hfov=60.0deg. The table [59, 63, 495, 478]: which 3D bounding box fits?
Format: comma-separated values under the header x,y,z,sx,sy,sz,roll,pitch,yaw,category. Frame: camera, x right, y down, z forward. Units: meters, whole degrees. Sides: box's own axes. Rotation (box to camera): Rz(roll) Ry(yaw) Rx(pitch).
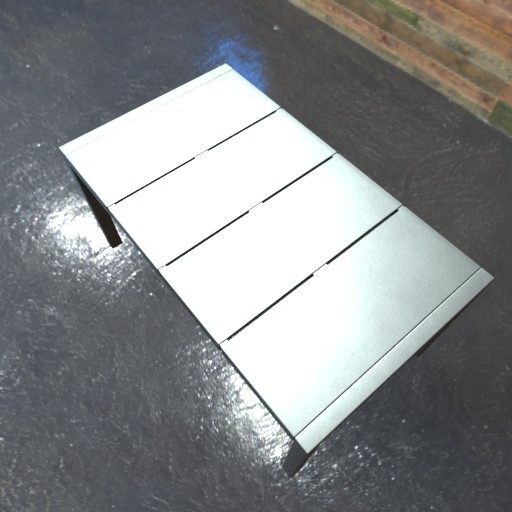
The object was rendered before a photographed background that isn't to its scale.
x,y,z,sx,sy,sz,roll,pitch,yaw,category
0.000,0.000,1.262,0.559,0.460,0.965,-35,65,-19,table
